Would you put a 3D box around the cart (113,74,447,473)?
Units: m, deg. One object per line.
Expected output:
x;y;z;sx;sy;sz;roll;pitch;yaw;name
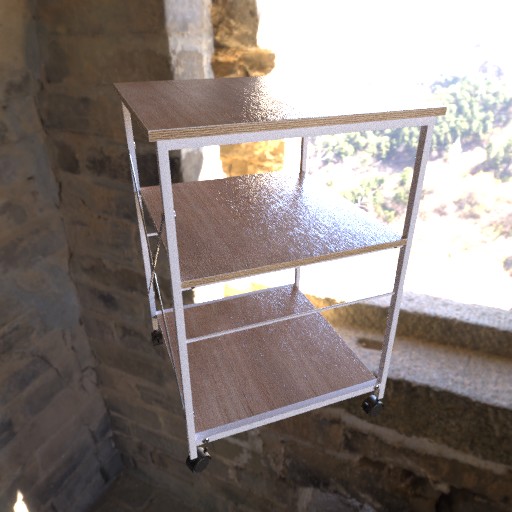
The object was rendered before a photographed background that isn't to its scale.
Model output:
0.000;0.000;1.091;0.520;0.762;0.521;-10;30;-18;cart
